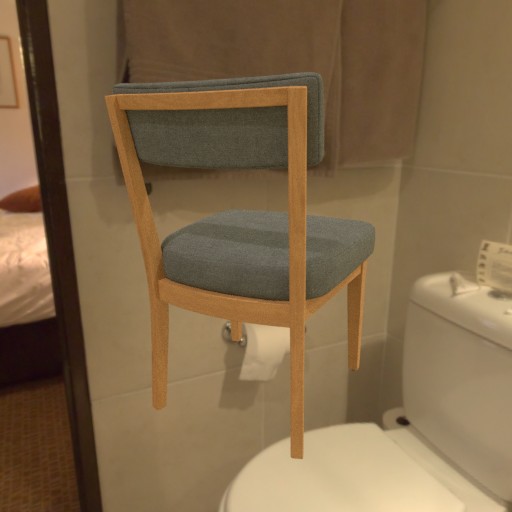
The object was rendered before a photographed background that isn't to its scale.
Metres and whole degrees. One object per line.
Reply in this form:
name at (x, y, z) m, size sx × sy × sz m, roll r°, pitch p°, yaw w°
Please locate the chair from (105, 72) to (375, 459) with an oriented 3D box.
chair at (0.000, 0.000, 1.168) m, size 0.508 × 0.832 × 0.572 m, roll 8°, pitch 18°, yaw 26°
